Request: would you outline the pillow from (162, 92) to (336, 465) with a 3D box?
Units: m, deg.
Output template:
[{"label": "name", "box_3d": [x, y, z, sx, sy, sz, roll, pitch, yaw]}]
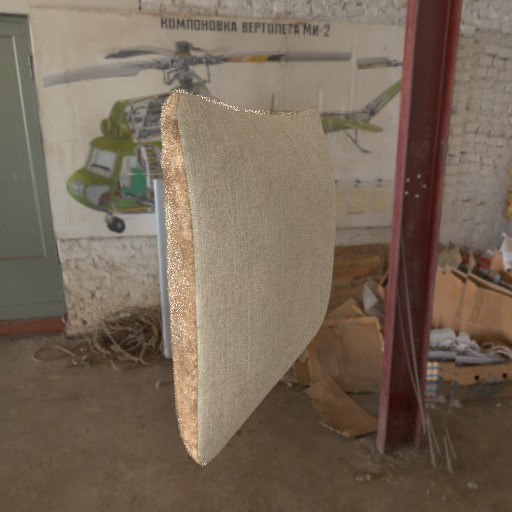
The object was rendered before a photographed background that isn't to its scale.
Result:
[{"label": "pillow", "box_3d": [0.000, 0.000, 0.787, 0.216, 0.525, 0.538, 8, 18, 24]}]
